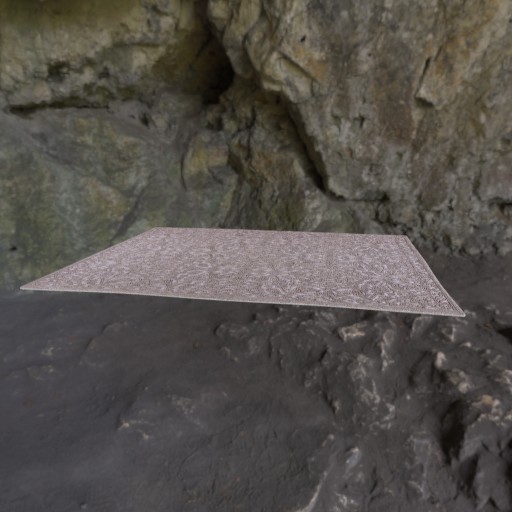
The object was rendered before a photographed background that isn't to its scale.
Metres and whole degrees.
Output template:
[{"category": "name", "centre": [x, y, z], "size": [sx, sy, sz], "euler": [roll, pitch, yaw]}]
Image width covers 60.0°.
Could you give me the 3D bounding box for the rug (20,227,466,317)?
[{"category": "rug", "centre": [0.000, 0.000, 4.095], "size": [3.017, 0.035, 2.472], "euler": [2, 14, 10]}]
